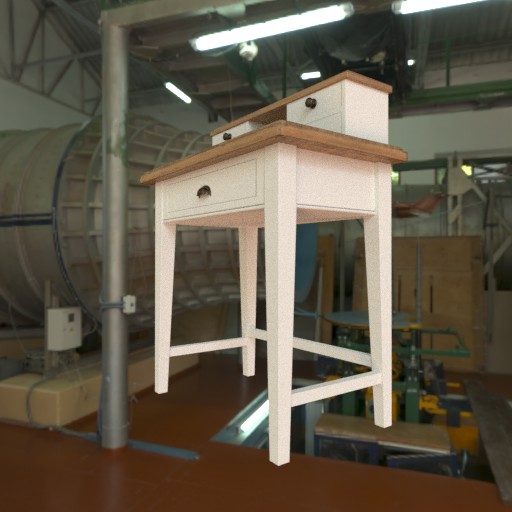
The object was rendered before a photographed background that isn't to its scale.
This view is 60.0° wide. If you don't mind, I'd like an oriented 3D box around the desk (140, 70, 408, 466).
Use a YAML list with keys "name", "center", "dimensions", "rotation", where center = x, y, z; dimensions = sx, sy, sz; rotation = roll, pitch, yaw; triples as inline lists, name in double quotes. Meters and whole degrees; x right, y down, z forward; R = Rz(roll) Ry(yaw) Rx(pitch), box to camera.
- name: "desk"
  center: [0.000, 0.000, 1.436]
  dimensions: [0.462, 0.981, 0.814]
  rotation: [0, 0, -36]
